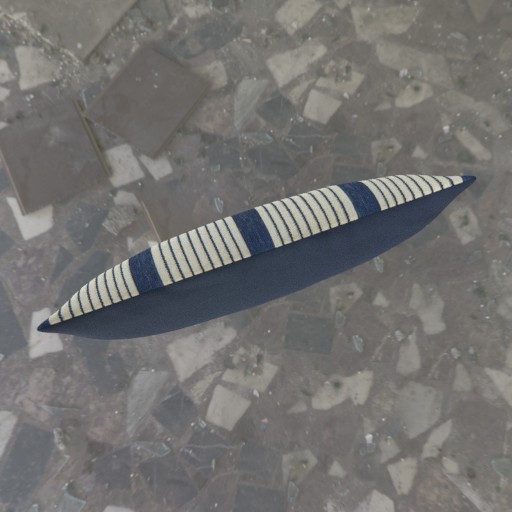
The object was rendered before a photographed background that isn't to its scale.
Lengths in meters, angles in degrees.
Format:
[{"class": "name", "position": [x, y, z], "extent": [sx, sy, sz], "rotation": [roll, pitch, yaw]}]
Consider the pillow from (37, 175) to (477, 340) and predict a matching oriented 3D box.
[{"class": "pillow", "position": [0.000, 0.000, 0.719], "extent": [0.608, 0.292, 0.156], "rotation": [-19, 77, -5]}]
